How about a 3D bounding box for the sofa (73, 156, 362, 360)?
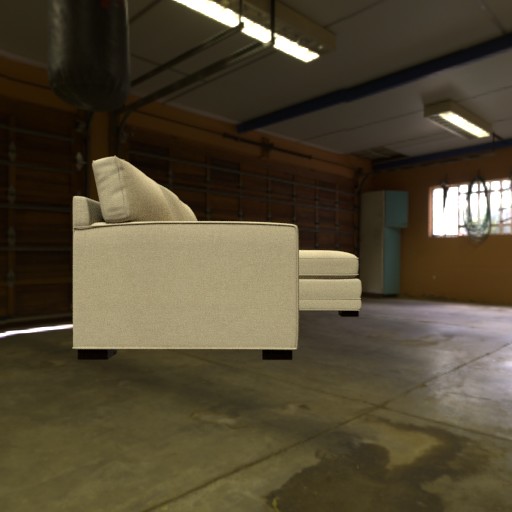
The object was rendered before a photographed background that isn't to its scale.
[{"bbox_3d":[0.000,0.000,2.846,1.496,0.861,2.087,0,0,0],"label":"sofa"}]
